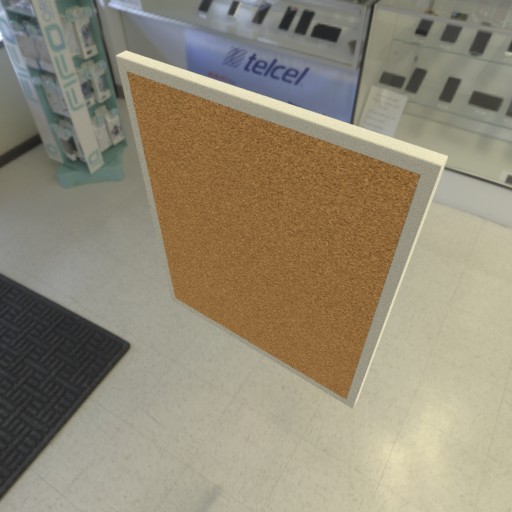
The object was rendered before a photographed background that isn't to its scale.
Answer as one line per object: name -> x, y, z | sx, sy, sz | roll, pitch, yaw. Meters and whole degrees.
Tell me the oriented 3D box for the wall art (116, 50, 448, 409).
wall art -> 0.000, 0.000, 0.710 | 0.444, 0.536, 0.020 | 27, 52, 23
